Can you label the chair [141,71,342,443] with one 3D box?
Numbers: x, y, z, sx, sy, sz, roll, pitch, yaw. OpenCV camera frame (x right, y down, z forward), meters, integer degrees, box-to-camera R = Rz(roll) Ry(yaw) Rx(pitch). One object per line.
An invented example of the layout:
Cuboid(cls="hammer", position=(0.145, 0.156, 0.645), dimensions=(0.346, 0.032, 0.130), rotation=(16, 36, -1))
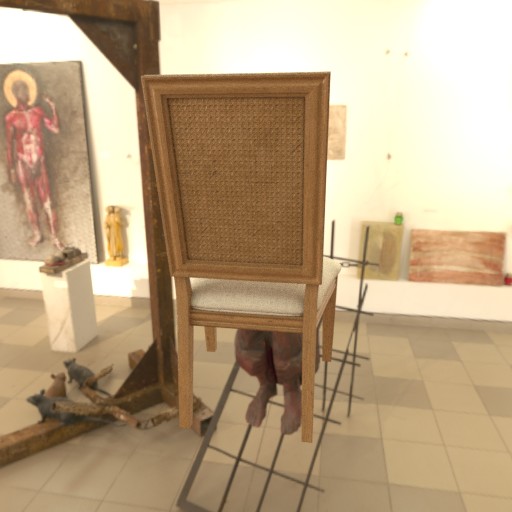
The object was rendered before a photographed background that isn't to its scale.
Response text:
Cuboid(cls="chair", position=(0.000, 0.000, 1.365), dimensions=(0.536, 0.988, 0.601), rotation=(3, 17, 9))
